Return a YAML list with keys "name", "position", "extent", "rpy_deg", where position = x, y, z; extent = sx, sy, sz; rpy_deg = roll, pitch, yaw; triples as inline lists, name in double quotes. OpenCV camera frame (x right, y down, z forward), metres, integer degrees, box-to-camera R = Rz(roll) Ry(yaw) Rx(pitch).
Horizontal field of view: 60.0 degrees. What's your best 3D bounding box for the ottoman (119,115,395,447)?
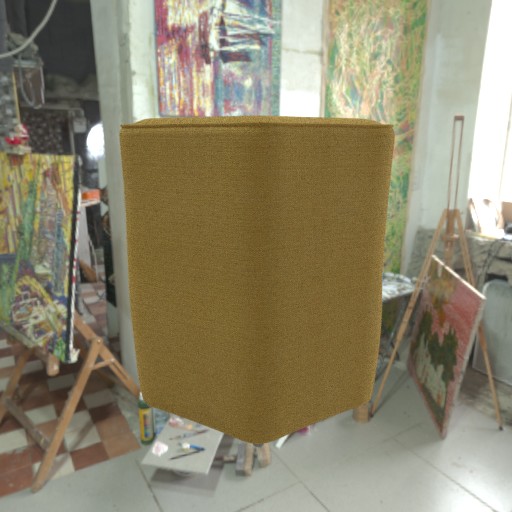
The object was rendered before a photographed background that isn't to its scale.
- name: "ottoman"
  position: [0.000, 0.000, 0.859]
  extent: [0.494, 0.502, 0.443]
  rpy_deg: [8, 17, 28]
